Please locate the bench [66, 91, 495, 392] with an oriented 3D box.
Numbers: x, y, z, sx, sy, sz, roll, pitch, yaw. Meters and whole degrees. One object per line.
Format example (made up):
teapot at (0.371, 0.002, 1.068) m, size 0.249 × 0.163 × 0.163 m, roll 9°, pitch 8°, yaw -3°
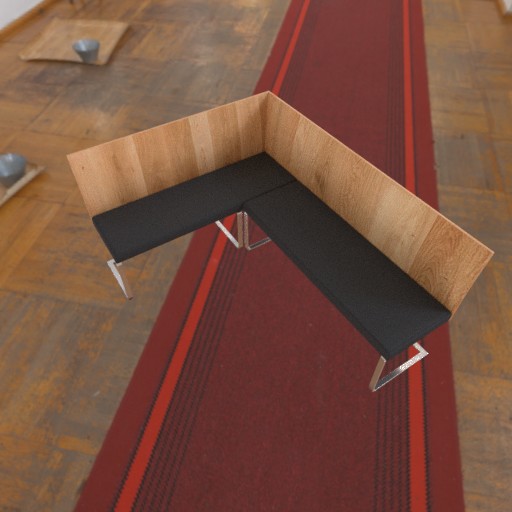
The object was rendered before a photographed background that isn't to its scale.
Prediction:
bench at (0.000, 0.000, 2.764) m, size 1.495 × 0.930 × 1.945 m, roll -26°, pitch 52°, yaw -22°
